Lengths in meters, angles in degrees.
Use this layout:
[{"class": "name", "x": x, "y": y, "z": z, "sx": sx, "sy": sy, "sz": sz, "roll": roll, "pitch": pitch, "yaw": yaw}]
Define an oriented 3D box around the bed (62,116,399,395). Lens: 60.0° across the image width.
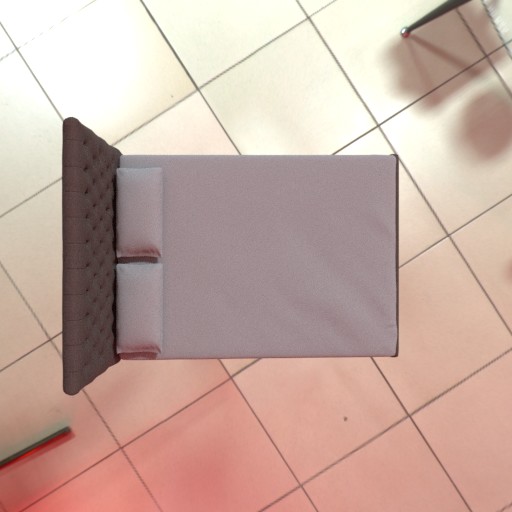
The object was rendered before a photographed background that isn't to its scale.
[{"class": "bed", "x": 0.000, "y": 0.000, "z": 3.381, "sx": 2.387, "sy": 1.427, "sz": 1.698, "roll": 0, "pitch": 90, "yaw": -1}]
